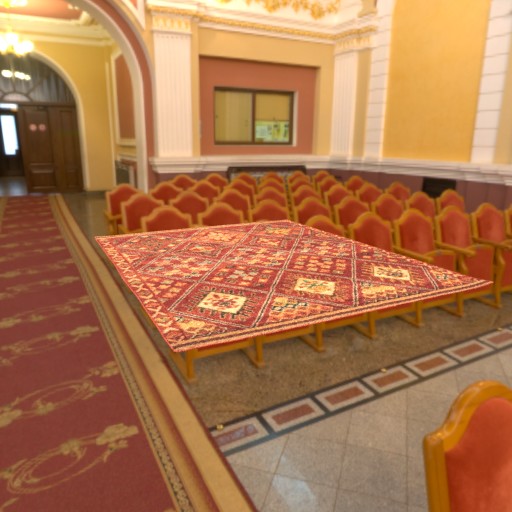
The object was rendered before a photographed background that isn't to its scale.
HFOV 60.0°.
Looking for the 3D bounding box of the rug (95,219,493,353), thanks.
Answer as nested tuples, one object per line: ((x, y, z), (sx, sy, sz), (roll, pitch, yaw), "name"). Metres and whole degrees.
((0.000, 0.000, 4.144), (2.489, 0.030, 3.086), (-7, 17, -26), "rug")
